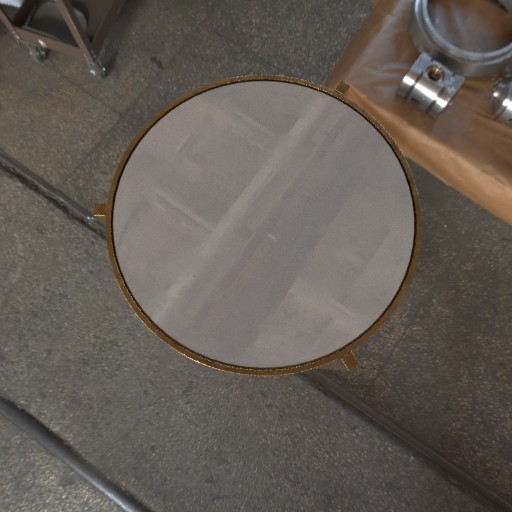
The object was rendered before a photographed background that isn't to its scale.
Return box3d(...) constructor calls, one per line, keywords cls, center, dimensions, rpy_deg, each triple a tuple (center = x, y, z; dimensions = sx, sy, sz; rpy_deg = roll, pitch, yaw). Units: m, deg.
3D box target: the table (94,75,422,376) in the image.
box3d(cls="table", center=(0.000, 0.000, 0.456), dimensions=(0.243, 0.269, 0.231), rpy_deg=(1, 76, 0))
